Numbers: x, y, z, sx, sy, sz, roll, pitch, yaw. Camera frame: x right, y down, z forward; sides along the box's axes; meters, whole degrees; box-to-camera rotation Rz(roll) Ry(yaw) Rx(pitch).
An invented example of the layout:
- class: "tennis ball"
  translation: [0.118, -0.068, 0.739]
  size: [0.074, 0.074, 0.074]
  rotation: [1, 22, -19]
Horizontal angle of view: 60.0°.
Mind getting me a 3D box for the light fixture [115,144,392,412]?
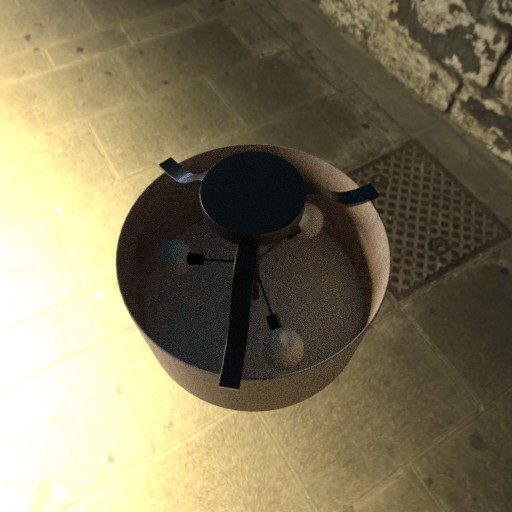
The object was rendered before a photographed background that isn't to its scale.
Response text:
- class: "light fixture"
  translation: [0.000, 0.000, 0.651]
  size: [0.390, 0.306, 0.390]
  rotation: [0, 59, 0]
